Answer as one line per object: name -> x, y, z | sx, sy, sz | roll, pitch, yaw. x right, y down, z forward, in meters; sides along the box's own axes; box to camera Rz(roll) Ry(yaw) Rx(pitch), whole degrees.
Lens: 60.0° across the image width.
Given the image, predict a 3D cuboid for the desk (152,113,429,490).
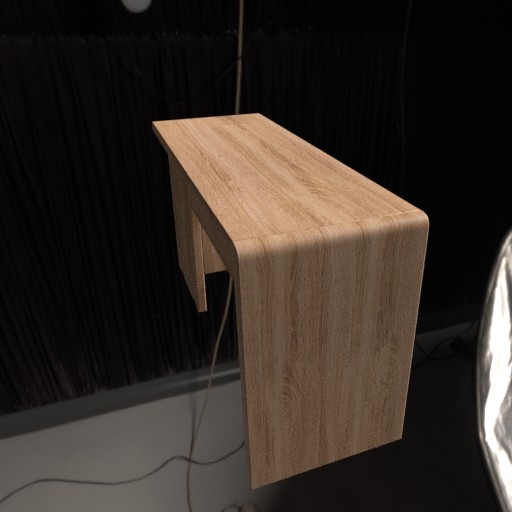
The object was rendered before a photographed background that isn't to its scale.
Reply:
desk -> 0.000, 0.000, 1.669 | 0.500, 0.750, 1.300 | -10, 31, -17
